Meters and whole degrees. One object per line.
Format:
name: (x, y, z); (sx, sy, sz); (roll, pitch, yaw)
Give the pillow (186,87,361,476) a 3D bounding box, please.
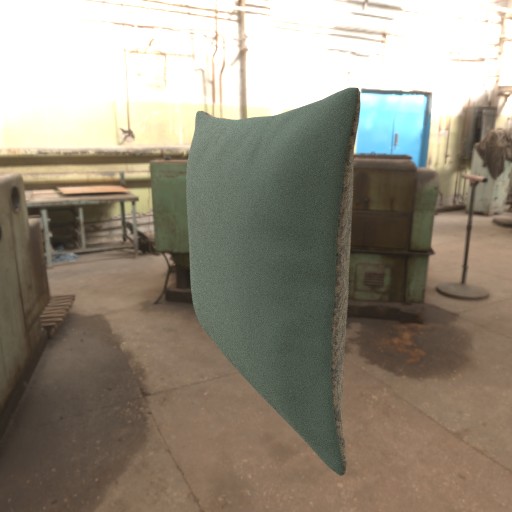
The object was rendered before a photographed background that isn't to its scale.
pillow: (0.000, 0.000, 0.770); (0.166, 0.507, 0.526); (-7, 17, -25)
